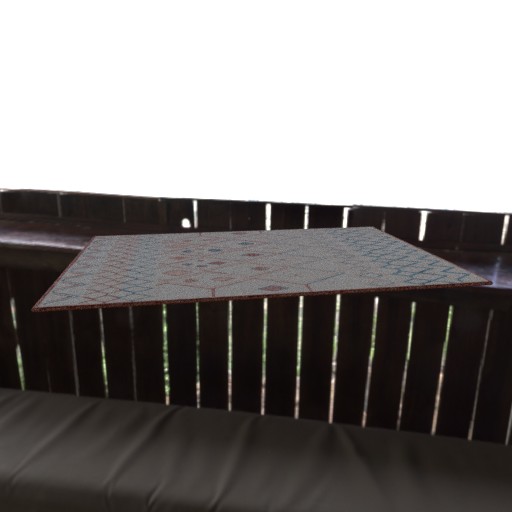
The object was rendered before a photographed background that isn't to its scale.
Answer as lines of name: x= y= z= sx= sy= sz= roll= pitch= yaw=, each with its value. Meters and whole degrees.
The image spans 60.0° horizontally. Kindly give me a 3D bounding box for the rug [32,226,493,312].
rug: x=0.000 y=0.000 z=2.304 sx=1.829 sy=0.016 sz=1.219 roll=-2 pitch=15 yaw=-9
